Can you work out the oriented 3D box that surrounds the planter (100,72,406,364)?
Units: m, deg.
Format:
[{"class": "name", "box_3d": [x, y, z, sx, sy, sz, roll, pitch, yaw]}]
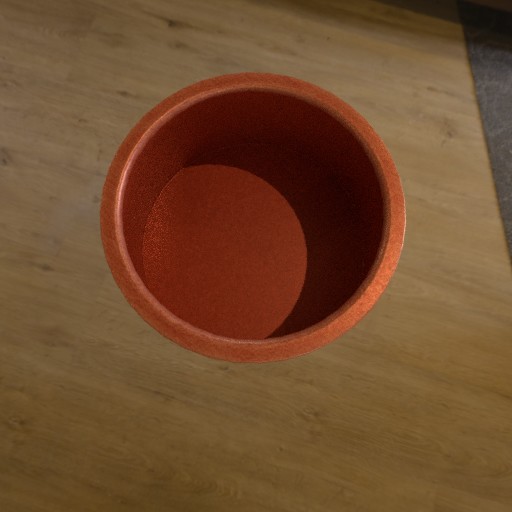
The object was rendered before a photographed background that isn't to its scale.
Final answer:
[{"class": "planter", "box_3d": [0.000, 0.000, 0.717, 0.354, 0.465, 0.345, 33, 79, 7]}]
